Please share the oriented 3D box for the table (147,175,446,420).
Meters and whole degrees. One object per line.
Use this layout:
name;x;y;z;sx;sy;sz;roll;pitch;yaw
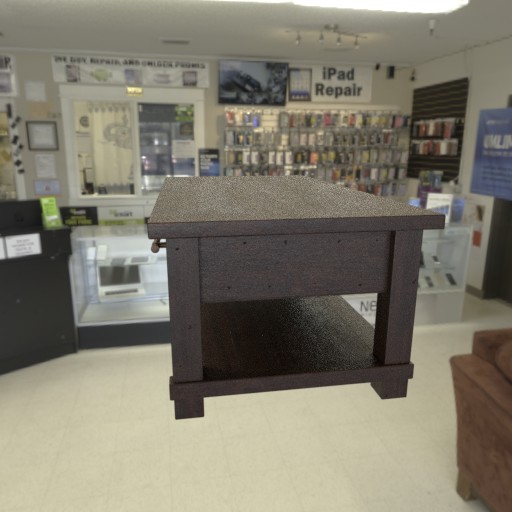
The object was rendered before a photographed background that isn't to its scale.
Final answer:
table;0.000;0.000;1.642;0.700;0.494;1.270;-2;15;-9
